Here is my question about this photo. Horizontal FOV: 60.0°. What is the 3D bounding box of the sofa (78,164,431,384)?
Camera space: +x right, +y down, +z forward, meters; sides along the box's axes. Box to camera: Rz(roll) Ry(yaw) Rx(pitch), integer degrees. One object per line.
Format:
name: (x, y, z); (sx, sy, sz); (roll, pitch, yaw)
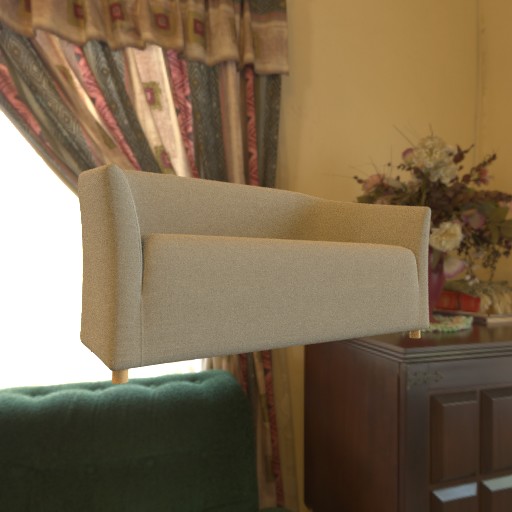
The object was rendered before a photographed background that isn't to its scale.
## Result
sofa: (0.000, 0.000, 1.840); (1.452, 0.721, 0.705); (1, -2, -36)
